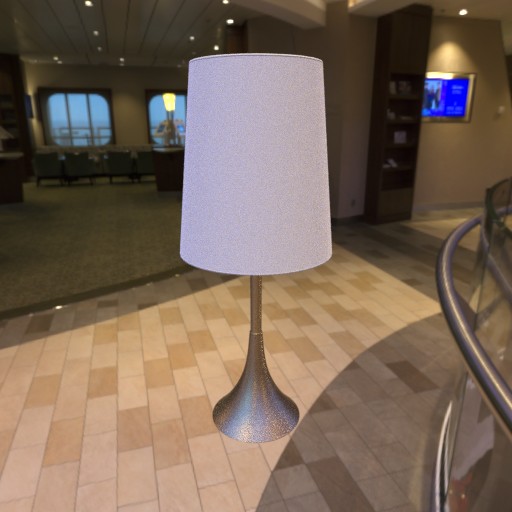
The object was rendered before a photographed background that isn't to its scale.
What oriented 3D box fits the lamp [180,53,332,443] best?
[{"bbox_3d":[0.000,0.000,0.685,0.231,0.569,0.231,0,17,0],"label":"lamp"}]
